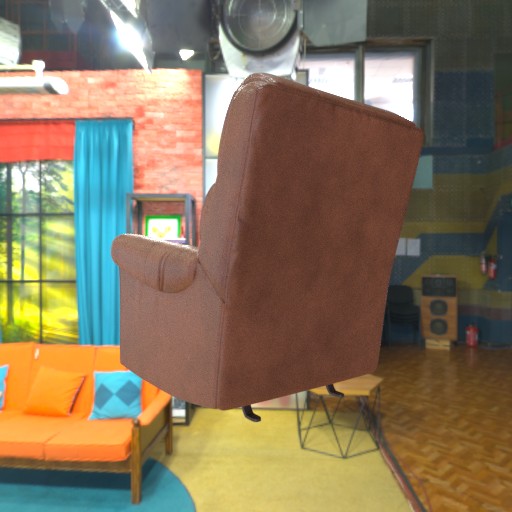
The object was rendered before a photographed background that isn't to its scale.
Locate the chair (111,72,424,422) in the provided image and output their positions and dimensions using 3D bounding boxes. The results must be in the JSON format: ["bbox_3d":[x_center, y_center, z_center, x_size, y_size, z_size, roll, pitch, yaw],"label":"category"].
[{"bbox_3d":[0.000,0.000,1.736,0.838,1.054,1.014,0,1,-37],"label":"chair"}]
